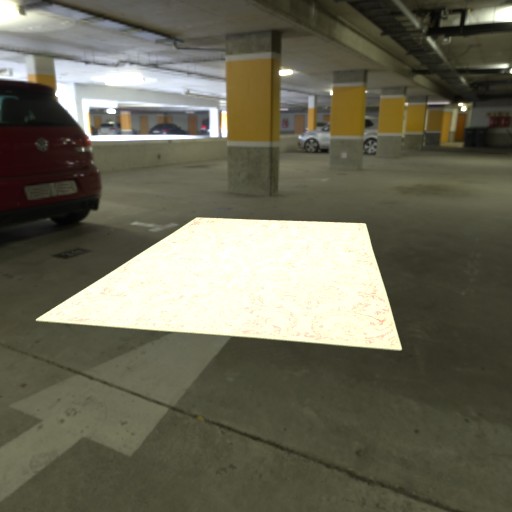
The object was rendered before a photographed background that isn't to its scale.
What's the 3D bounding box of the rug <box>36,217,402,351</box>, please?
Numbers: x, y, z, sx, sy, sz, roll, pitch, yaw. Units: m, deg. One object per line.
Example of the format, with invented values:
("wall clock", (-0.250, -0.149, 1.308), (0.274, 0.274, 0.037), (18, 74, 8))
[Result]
("rug", (0.000, 0.000, 3.427), (1.819, 0.018, 2.746), (3, 16, 10))
